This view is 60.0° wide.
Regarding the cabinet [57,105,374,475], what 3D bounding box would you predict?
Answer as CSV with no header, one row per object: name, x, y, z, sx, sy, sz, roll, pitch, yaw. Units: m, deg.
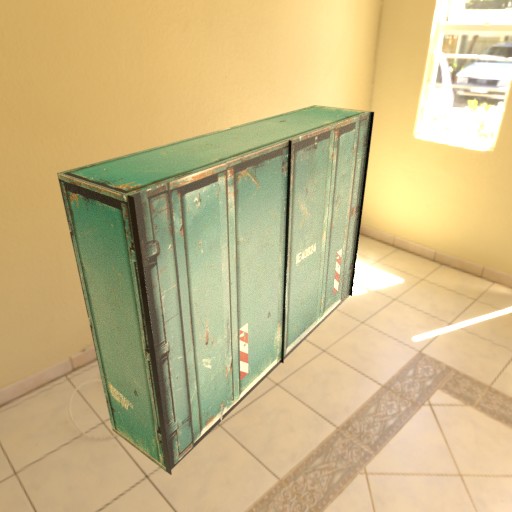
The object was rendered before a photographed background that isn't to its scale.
cabinet,0.000,0.000,3.993,0.680,2.160,3.001,19,33,32
